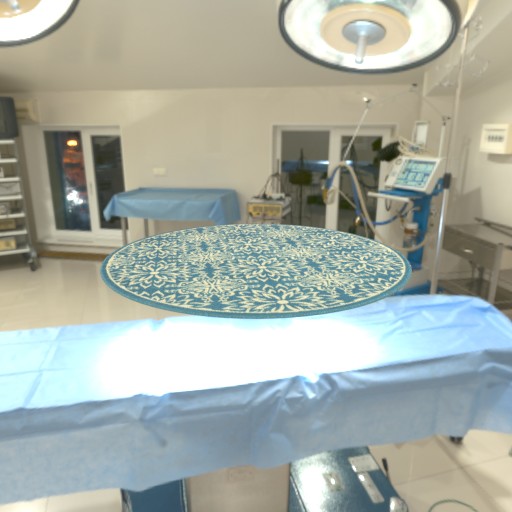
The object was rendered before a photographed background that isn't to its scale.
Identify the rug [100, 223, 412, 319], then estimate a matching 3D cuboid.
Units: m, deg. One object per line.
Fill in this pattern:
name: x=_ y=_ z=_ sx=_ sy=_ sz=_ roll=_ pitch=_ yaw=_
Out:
rug: x=0.000 y=0.000 z=2.389 sx=1.593 sy=0.012 sz=1.593 roll=0 pitch=17 yaw=0
